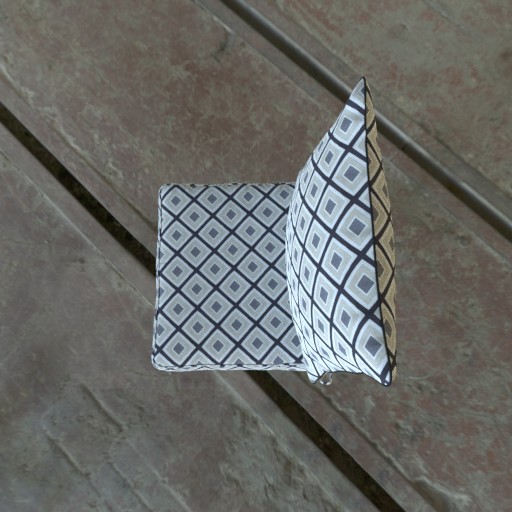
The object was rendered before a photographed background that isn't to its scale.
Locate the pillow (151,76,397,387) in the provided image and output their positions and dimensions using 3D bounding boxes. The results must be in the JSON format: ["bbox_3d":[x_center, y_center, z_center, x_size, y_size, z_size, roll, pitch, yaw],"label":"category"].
[{"bbox_3d":[0.000,0.000,1.378,0.733,0.722,0.798,-1,76,0],"label":"pillow"}]
